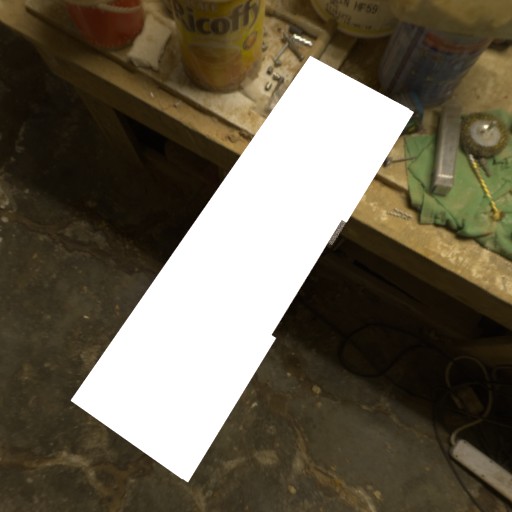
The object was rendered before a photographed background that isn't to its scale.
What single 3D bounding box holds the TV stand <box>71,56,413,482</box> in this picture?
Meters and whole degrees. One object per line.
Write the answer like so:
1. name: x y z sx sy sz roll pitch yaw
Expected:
1. TV stand: 0.000 0.000 1.582 0.420 0.310 1.400 31 78 7
